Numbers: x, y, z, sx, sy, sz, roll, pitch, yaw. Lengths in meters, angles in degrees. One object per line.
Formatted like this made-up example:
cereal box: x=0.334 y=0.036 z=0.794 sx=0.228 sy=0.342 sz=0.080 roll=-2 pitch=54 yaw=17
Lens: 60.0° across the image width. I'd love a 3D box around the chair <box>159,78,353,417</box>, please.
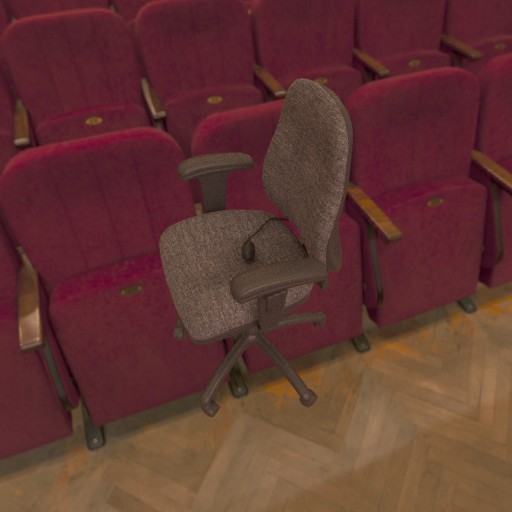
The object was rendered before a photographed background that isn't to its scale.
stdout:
chair: x=0.000 y=0.000 z=1.237 sx=0.530 sy=0.910 sz=0.550 roll=-15 pitch=47 yaw=-15
